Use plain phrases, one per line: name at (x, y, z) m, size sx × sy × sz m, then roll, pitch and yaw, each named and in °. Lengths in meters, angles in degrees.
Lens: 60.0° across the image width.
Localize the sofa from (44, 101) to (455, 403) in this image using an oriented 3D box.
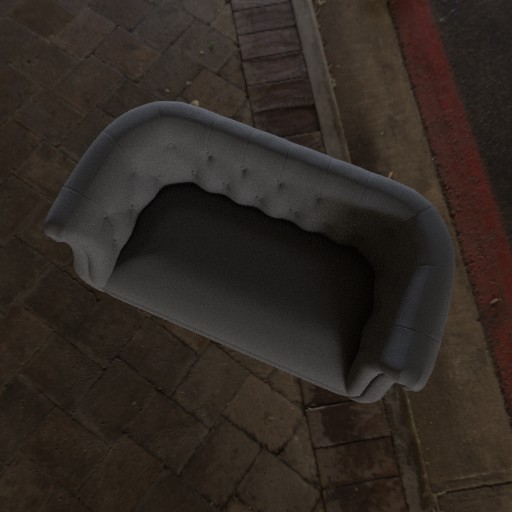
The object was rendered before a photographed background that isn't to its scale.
sofa at (0.000, 0.000, 2.032) m, size 1.558 × 0.827 × 0.835 m, roll 22°, pitch 76°, yaw 6°
